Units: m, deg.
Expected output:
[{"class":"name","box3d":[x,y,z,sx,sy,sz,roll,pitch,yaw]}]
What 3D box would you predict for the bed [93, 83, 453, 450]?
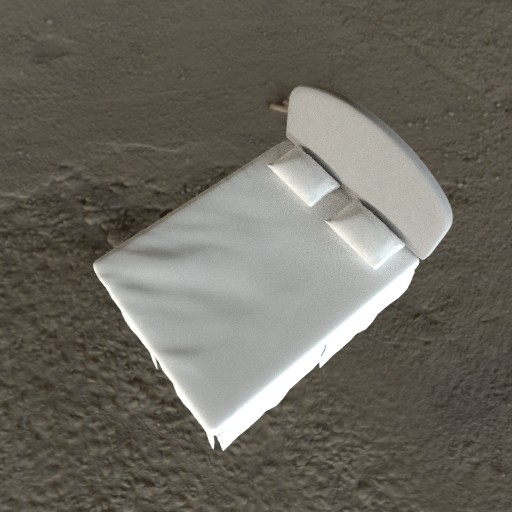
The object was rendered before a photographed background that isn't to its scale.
[{"class":"bed","box3d":[0.000,0.000,3.136,2.005,1.410,1.607,-36,68,-17]}]
